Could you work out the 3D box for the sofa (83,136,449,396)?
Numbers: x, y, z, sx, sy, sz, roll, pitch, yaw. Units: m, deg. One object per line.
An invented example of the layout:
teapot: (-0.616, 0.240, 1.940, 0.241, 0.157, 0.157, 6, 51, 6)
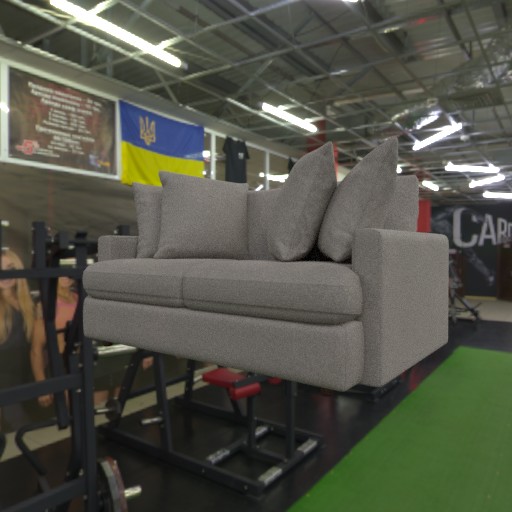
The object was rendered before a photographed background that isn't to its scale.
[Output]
sofa: (0.000, 0.000, 2.606, 1.869, 1.080, 1.228, 1, 1, 37)
